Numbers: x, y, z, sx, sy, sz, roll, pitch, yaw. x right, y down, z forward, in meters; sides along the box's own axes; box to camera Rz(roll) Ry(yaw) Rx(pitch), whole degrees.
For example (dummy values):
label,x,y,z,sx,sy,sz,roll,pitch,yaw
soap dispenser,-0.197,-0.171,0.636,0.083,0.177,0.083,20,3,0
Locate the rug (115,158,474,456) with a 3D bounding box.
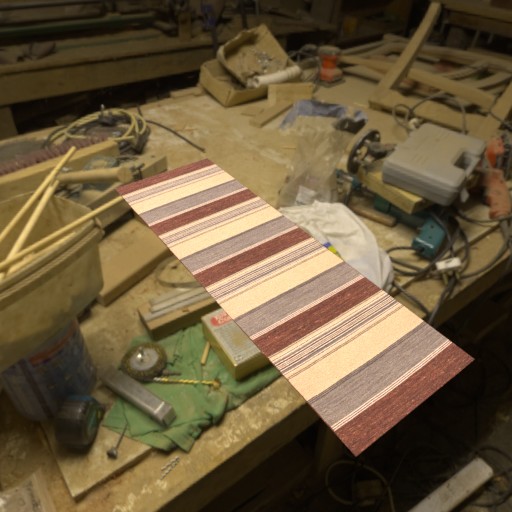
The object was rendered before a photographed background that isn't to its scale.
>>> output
label,x,y,z,sx,sy,sz,roll,pitch,yaw
rug,0.000,0.000,2.673,0.792,0.006,2.437,-25,47,-26
